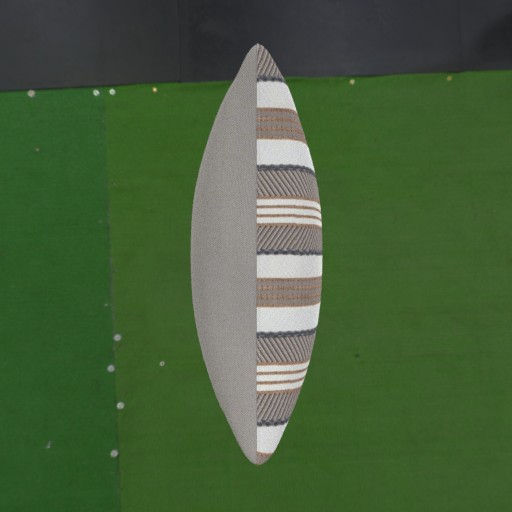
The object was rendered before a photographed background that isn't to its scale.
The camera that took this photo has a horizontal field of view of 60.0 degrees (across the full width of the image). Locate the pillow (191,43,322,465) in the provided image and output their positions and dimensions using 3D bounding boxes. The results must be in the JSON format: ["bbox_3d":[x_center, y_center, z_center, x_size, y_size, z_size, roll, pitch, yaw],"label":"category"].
[{"bbox_3d":[0.000,0.000,0.631,0.173,0.401,0.416,0,89,-1],"label":"pillow"}]
